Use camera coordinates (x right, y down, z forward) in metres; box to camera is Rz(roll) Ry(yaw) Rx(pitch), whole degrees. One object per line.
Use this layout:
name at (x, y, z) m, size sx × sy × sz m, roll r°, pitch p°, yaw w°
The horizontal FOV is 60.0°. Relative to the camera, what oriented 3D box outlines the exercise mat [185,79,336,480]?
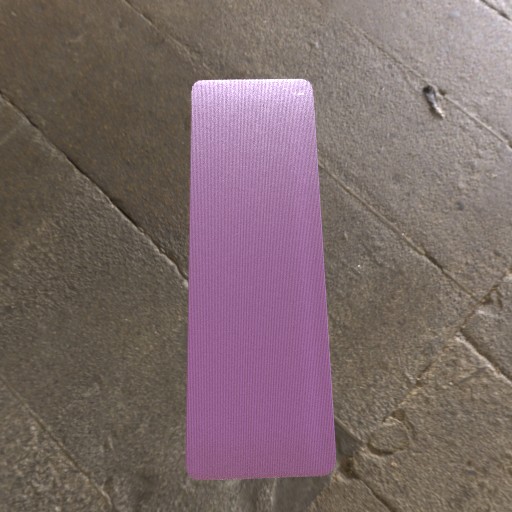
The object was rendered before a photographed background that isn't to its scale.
exercise mat at (0.000, 0.000, 2.036) m, size 0.616 × 0.021 × 1.869 m, roll -1°, pitch 75°, yaw 0°
